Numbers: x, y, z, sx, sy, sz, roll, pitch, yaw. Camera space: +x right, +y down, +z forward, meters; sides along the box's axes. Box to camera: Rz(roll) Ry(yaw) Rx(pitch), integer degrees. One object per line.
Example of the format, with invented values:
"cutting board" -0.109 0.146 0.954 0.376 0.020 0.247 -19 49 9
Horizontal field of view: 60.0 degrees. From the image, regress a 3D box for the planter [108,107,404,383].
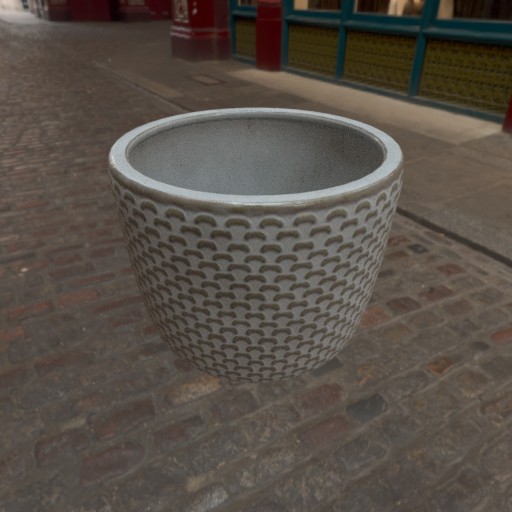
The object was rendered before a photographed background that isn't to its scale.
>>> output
"planter" 0.000 0.000 0.306 0.173 0.160 0.173 0 32 0
